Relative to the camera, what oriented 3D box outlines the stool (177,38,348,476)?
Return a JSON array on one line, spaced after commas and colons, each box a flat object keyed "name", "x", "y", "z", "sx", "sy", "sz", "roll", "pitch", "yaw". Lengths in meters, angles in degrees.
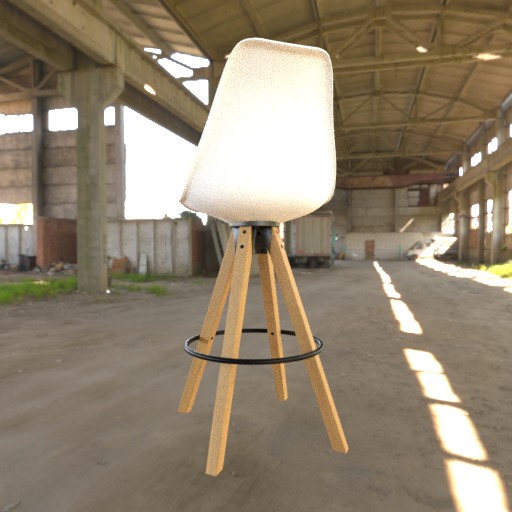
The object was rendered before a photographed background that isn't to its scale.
[{"name": "stool", "x": 0.000, "y": 0.000, "z": 1.401, "sx": 0.482, "sy": 1.115, "sz": 0.549, "roll": -1, "pitch": 2, "yaw": -19}]
